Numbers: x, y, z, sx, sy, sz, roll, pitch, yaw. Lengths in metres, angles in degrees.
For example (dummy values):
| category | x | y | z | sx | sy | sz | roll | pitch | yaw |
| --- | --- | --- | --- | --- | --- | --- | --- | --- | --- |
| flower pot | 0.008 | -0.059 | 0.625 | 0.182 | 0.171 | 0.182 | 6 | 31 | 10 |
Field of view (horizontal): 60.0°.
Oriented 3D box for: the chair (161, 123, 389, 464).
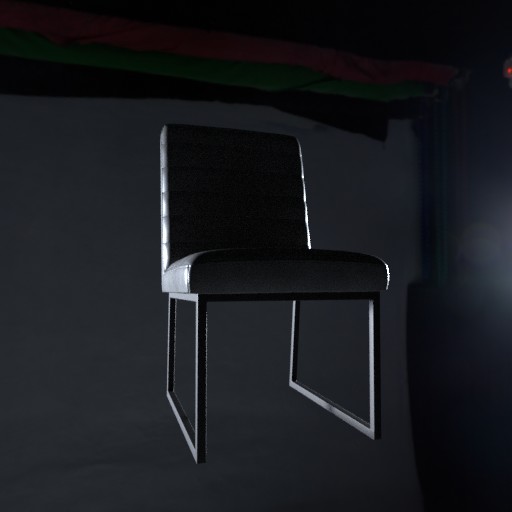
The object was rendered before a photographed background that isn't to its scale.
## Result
| category | x | y | z | sx | sy | sz | roll | pitch | yaw |
| --- | --- | --- | --- | --- | --- | --- | --- | --- | --- |
| chair | 0.000 | 0.000 | 1.332 | 0.520 | 0.930 | 0.634 | 1 | -2 | -18 |
